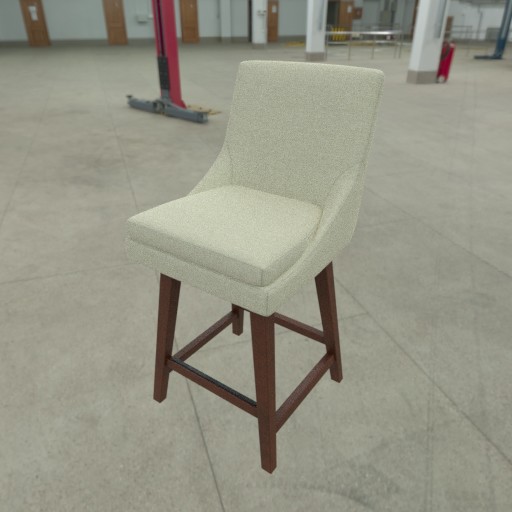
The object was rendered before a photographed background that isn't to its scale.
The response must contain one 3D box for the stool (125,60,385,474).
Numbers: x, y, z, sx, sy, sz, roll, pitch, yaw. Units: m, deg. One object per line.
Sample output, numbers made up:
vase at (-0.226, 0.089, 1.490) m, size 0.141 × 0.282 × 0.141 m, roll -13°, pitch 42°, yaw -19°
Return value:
stool at (0.000, 0.000, 1.282) m, size 0.469 × 0.991 × 0.559 m, roll 19°, pitch 34°, yaw 31°
